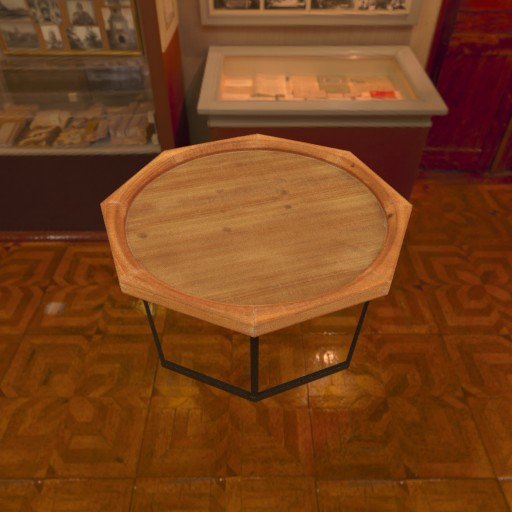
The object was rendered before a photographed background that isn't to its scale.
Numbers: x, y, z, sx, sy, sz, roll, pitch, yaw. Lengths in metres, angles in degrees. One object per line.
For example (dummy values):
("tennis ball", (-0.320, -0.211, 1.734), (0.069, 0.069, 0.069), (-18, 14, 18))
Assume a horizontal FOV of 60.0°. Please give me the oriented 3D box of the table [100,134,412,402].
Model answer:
("table", (0.000, 0.000, 1.568), (1.002, 0.444, 1.002), (0, 41, 0))
